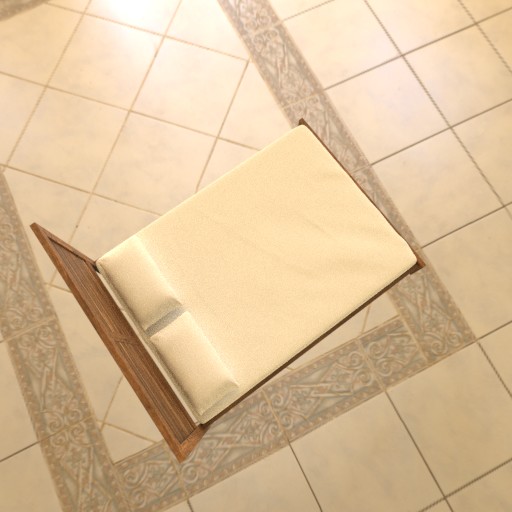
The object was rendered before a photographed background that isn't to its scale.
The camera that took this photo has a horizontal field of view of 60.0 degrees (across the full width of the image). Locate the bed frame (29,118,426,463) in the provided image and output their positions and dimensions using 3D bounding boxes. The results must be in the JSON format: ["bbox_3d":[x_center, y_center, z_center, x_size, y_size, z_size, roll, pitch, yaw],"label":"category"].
[{"bbox_3d":[0.000,0.000,3.449,2.276,1.417,1.696,-35,79,-8],"label":"bed frame"}]
